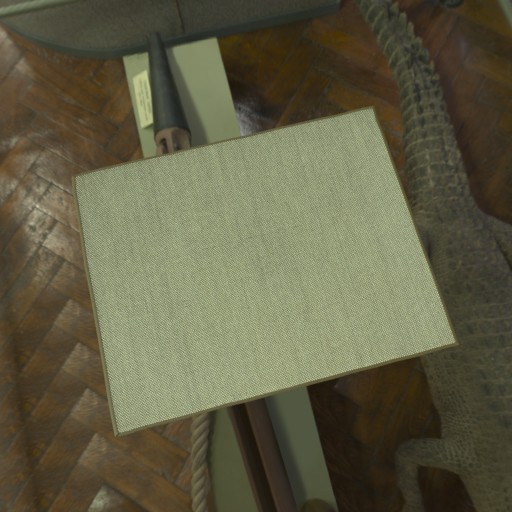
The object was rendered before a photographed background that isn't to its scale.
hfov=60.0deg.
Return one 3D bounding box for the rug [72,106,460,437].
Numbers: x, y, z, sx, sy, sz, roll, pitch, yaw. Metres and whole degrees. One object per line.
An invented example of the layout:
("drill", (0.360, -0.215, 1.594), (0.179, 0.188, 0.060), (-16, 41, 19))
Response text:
("rug", (0.000, 0.000, 4.019), (3.041, 0.020, 2.413), (-14, 76, -4))
